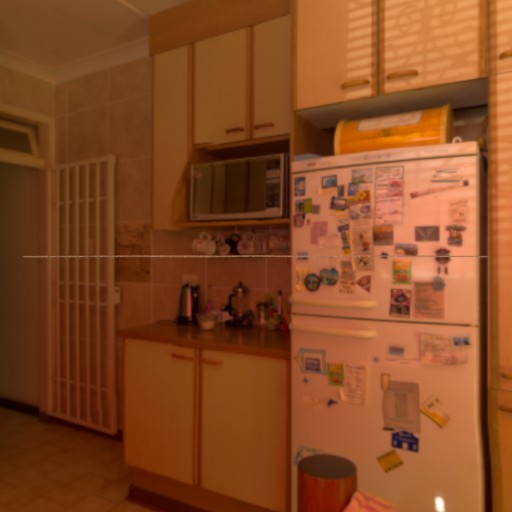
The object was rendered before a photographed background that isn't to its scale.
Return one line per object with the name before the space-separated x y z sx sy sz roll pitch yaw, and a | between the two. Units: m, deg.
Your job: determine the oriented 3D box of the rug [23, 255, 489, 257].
rug | 0.000 0.000 4.074 3.048 0.013 2.438 0 0 0
